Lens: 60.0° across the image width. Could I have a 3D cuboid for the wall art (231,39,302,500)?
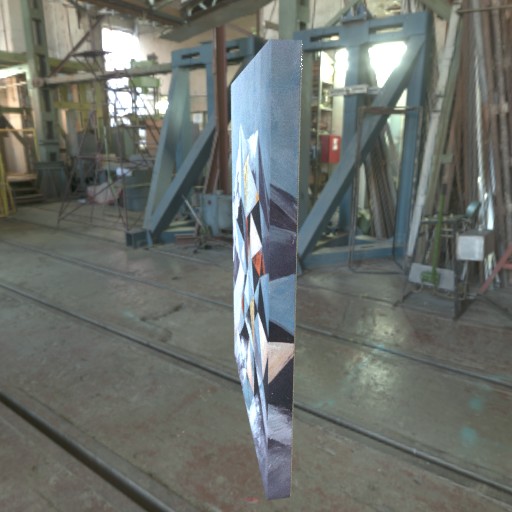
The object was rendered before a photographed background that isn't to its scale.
[{"bbox_3d":[0.000,0.000,0.780,0.037,0.613,0.455,-2,15,-8],"label":"wall art"}]
